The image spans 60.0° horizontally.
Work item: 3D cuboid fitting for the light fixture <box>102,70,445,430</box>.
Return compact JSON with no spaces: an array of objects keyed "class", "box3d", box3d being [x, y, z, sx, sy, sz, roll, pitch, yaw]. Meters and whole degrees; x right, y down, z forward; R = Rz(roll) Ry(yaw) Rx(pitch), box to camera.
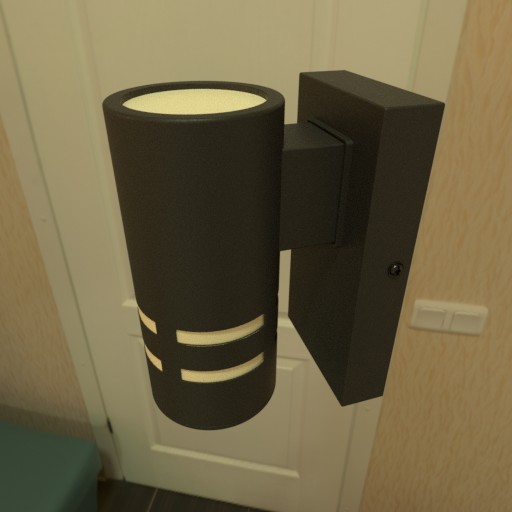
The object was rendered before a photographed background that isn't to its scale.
[{"class":"light fixture","box3d":[0.000,0.000,0.252,0.138,0.179,0.098,-9,32,-15]}]
